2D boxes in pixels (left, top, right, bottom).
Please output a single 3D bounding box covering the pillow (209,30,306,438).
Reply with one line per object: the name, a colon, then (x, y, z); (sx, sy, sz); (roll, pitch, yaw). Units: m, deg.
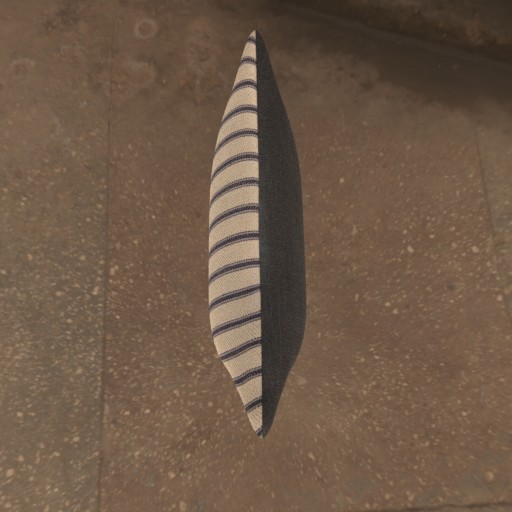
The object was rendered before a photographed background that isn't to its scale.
pillow: (0.000, 0.000, 0.692); (0.138, 0.444, 0.468); (-1, 77, 0)
